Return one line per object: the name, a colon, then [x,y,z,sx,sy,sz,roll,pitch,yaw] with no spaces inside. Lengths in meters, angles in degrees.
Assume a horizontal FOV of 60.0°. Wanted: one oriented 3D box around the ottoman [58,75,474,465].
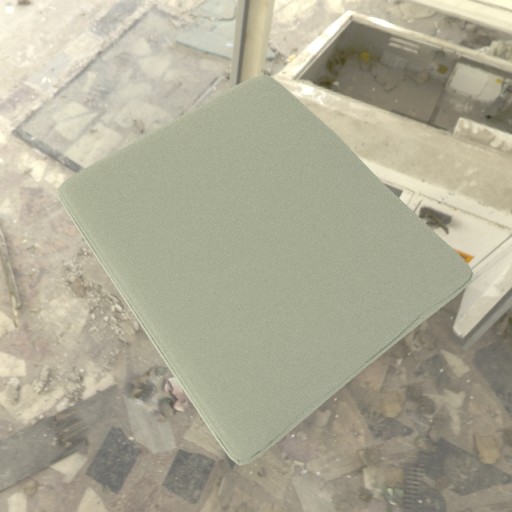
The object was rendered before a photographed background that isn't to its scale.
ottoman: [0.000,0.000,1.473,0.842,0.494,0.991,-34,69,-15]
